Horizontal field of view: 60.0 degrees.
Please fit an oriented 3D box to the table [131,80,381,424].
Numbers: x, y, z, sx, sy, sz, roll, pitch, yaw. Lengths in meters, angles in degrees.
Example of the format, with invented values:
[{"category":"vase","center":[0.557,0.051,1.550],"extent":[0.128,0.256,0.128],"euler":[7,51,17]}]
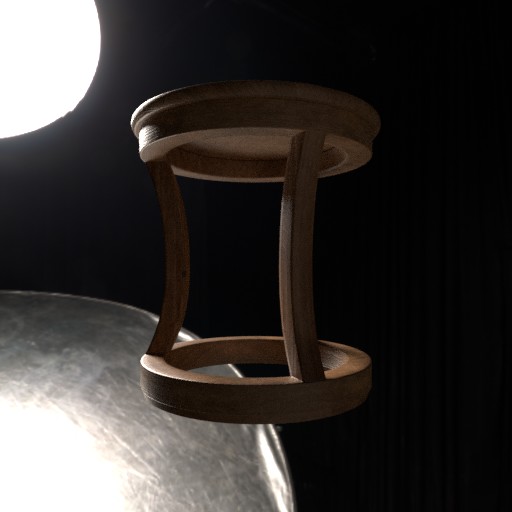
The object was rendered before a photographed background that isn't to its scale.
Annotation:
[{"category":"table","center":[0.000,0.000,0.794],"extent":[0.432,0.460,0.432],"euler":[0,-1,0]}]
